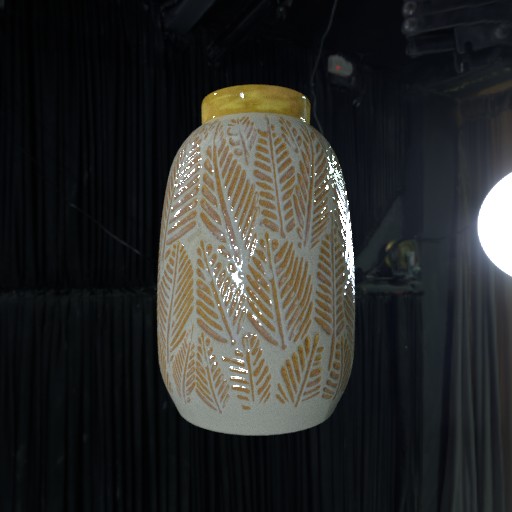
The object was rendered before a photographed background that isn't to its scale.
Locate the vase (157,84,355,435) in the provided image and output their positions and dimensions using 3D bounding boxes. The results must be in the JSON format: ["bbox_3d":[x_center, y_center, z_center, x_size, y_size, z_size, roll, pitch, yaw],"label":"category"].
[{"bbox_3d":[0.000,0.000,0.395,0.172,0.270,0.172,0,-1,0],"label":"vase"}]
